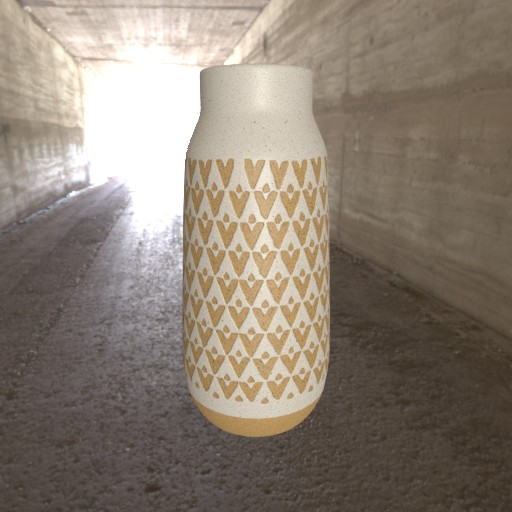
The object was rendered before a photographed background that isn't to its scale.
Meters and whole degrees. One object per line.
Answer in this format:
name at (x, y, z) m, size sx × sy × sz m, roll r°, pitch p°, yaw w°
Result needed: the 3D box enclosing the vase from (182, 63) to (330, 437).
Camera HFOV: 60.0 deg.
vase at (0.000, 0.000, 0.396) m, size 0.137 × 0.307 × 0.137 m, roll 0°, pitch 16°, yaw 0°
